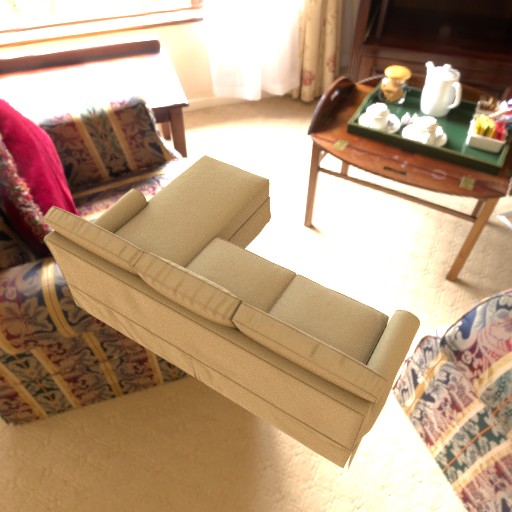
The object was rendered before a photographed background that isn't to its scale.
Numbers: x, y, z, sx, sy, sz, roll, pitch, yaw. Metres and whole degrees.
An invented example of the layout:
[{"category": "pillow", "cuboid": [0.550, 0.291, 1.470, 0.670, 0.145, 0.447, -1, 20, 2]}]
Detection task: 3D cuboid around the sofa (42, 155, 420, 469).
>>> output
[{"category": "sofa", "cuboid": [0.000, 0.000, 3.313, 2.475, 0.978, 1.733, 25, 52, 21]}]
